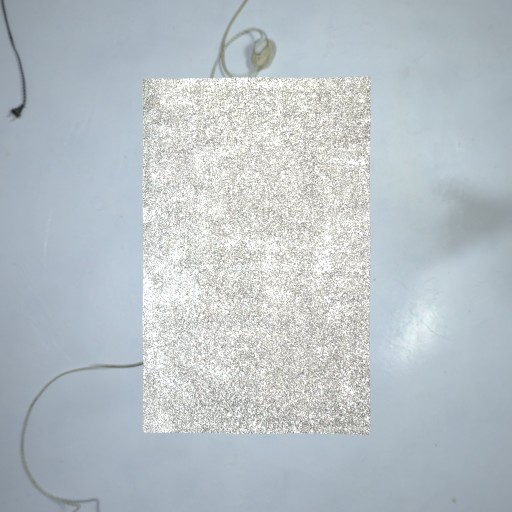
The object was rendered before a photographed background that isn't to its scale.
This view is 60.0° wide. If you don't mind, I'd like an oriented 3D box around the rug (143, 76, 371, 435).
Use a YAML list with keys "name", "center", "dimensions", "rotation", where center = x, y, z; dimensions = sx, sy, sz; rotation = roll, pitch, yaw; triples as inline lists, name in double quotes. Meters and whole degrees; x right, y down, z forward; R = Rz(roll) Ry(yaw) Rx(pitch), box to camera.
- name: "rug"
  center: [0.000, 0.000, 2.929]
  dimensions: [1.502, 0.025, 2.350]
  rotation: [0, 90, 1]
